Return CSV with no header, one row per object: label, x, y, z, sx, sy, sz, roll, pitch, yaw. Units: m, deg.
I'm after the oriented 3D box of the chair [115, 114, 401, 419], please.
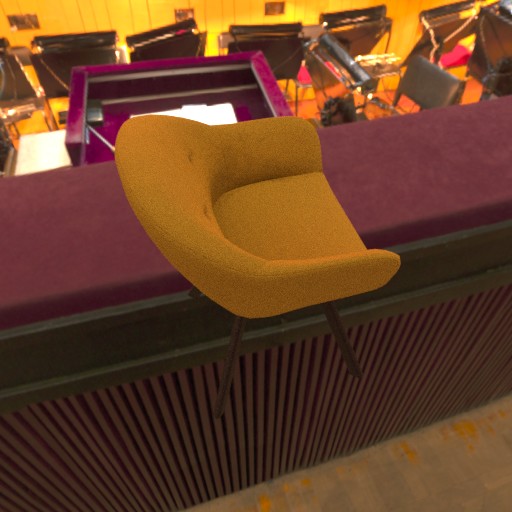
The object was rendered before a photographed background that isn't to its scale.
chair,0.000,0.000,1.174,0.565,0.775,0.545,-11,48,-10
